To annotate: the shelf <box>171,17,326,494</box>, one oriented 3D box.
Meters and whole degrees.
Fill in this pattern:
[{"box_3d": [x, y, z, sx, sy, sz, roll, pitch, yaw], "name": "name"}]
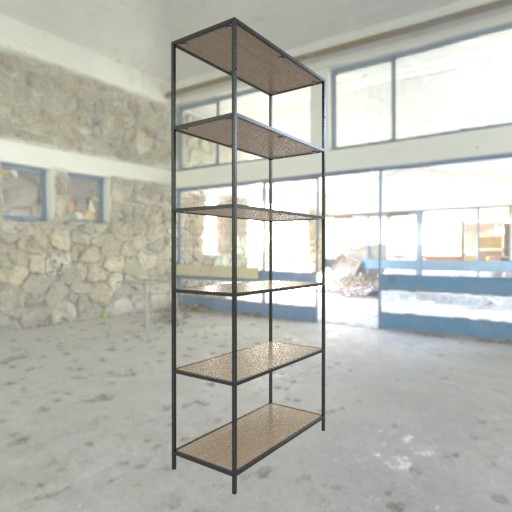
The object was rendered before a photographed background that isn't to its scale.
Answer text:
[{"box_3d": [0.000, 0.000, 2.130, 0.350, 1.850, 0.770, 0, 1, 36], "name": "shelf"}]
